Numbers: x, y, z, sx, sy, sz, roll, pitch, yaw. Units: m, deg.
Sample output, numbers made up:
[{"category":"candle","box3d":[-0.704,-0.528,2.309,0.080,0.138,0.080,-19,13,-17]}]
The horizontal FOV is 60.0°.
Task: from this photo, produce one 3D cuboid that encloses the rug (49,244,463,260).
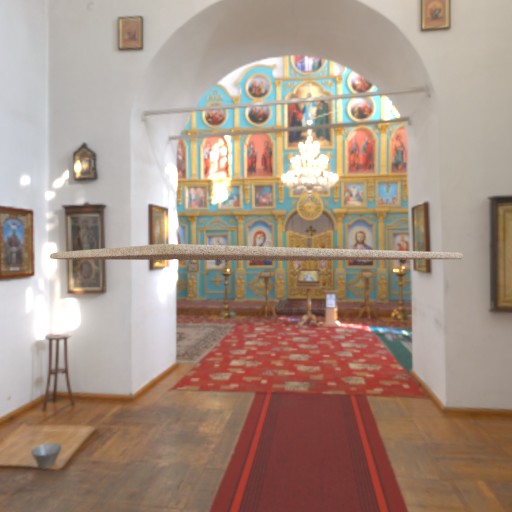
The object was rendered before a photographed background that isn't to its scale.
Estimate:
[{"category":"rug","box3d":[0.000,0.000,3.394,2.528,0.048,2.009,1,-1,-38]}]
